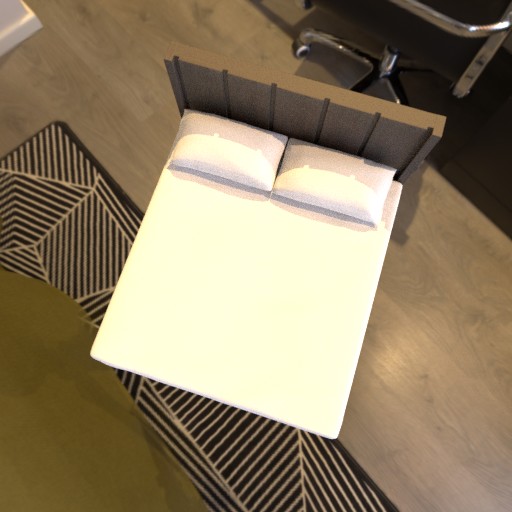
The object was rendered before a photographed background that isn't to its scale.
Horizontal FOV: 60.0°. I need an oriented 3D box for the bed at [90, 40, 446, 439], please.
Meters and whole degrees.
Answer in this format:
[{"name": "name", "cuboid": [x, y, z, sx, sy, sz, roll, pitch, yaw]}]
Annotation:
[{"name": "bed", "cuboid": [0.000, 0.000, 3.052, 1.735, 1.261, 1.992, 17, 77, 4]}]
